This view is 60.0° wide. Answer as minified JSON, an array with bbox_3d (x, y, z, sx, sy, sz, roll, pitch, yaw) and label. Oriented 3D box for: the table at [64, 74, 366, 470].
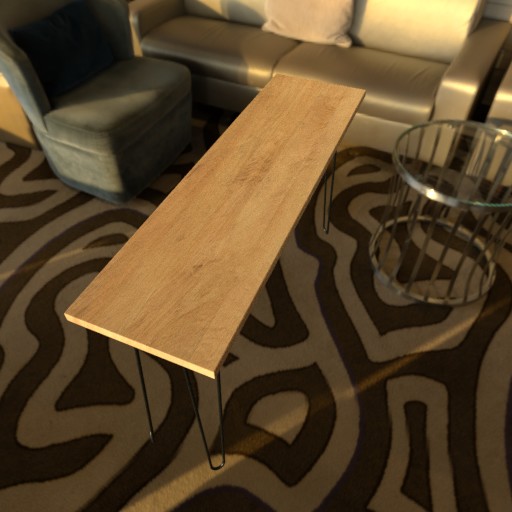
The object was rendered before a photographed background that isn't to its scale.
[{"bbox_3d":[0.000,0.000,1.731,0.399,0.799,1.400,17,49,16],"label":"table"}]
